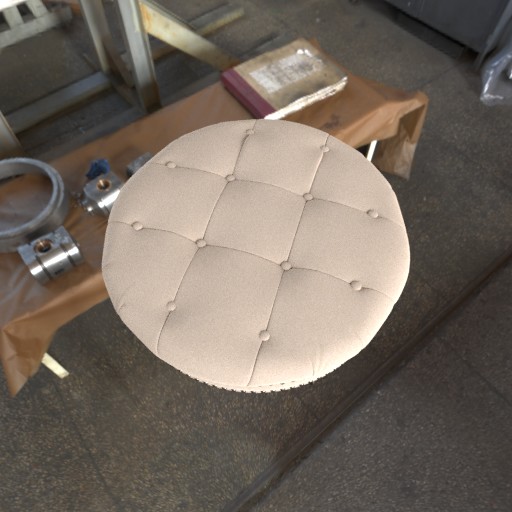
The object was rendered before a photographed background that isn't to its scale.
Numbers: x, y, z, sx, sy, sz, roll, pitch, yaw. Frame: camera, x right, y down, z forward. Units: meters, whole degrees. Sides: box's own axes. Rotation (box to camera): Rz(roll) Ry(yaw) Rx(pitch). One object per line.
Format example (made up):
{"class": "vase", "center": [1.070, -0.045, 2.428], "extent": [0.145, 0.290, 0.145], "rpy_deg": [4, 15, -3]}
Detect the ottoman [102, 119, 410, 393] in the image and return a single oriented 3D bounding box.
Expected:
{"class": "ottoman", "center": [0.000, 0.000, 1.418], "extent": [0.901, 0.439, 0.901], "rpy_deg": [0, 58, 0]}
